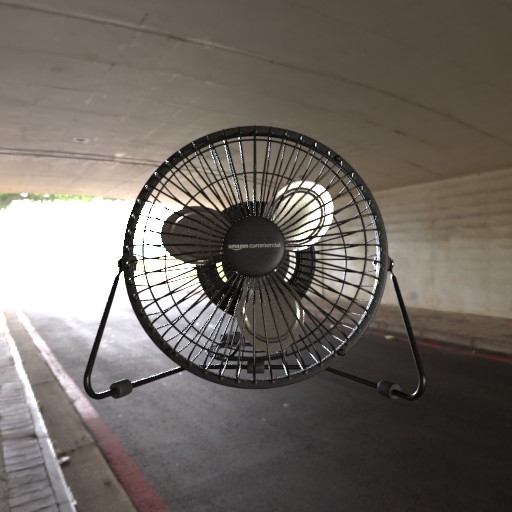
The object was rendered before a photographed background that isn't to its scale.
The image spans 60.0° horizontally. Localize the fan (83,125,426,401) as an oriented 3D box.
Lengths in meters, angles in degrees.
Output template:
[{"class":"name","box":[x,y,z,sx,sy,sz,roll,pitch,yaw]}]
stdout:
[{"class":"fan","box":[0.000,0.000,0.379,0.209,0.188,0.227,0,0,1]}]
